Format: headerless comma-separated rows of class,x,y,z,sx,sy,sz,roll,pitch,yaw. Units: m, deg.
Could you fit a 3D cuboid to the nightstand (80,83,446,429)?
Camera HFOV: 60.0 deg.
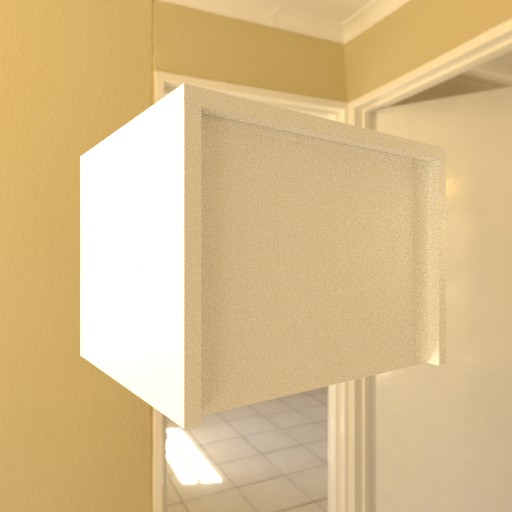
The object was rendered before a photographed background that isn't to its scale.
nightstand,0.000,0.000,0.751,0.470,0.351,0.408,0,0,-35
